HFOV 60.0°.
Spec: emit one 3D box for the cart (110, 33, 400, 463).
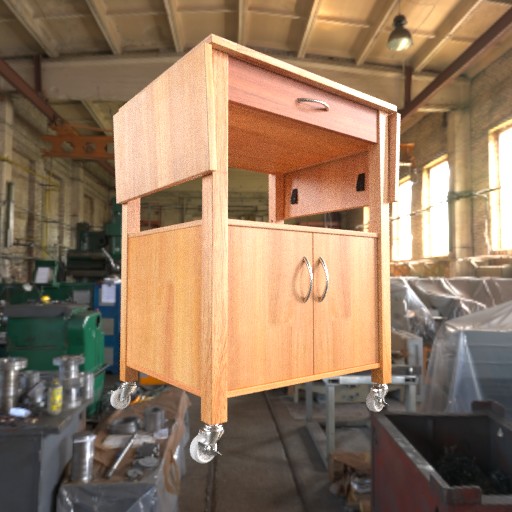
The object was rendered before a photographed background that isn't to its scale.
[{"bbox_3d":[0.000,0.000,1.233,0.640,0.838,0.508,2,-3,-38],"label":"cart"}]
